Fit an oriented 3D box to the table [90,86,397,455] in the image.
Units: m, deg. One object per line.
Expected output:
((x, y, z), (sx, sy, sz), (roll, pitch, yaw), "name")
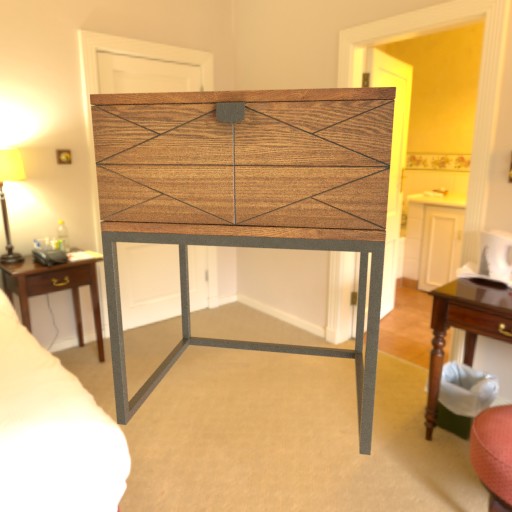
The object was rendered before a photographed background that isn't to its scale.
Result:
((0.000, 0.000, 0.928), (0.482, 0.610, 0.400), (3, 14, 11), "table")
